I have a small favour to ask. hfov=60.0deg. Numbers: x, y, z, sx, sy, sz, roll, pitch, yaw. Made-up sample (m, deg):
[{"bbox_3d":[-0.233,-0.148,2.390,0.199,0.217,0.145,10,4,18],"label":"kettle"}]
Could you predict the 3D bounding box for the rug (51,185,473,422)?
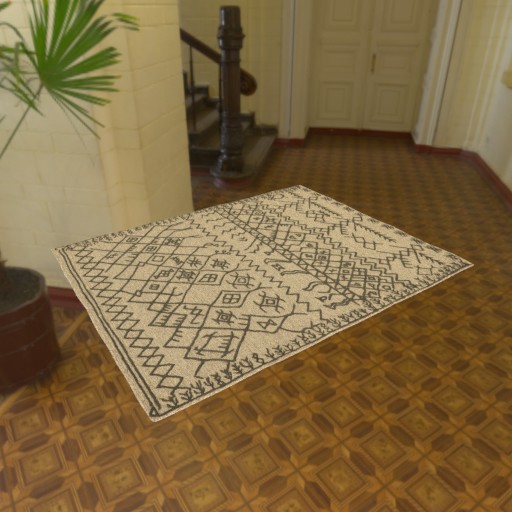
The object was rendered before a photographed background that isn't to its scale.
[{"bbox_3d":[0.000,0.000,3.261,2.455,0.025,1.964,-19,34,-29],"label":"rug"}]
